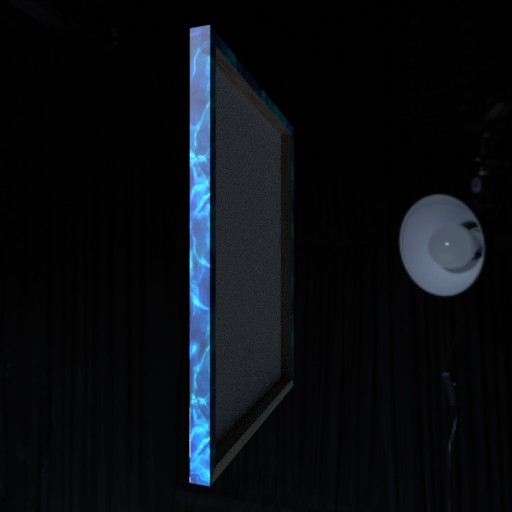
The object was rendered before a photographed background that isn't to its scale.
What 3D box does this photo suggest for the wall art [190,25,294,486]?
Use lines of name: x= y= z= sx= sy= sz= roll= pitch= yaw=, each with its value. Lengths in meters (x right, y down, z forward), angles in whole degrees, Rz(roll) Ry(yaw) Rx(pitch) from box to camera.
wall art: x=0.000 y=0.000 z=1.026 sx=0.038 sy=0.760 sz=0.609 roll=0 pitch=0 yaw=18
